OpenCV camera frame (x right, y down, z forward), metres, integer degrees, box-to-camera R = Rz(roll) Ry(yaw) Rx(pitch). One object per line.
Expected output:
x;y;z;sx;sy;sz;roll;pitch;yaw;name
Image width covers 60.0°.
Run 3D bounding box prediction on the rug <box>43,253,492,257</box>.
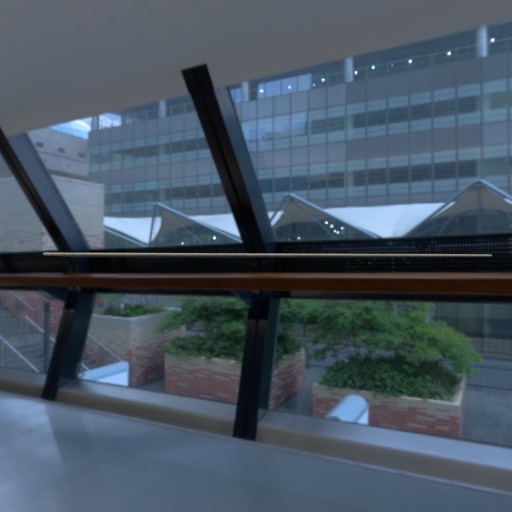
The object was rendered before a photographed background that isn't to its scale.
0.000;0.000;2.282;1.828;0.007;1.220;0;0;-18;rug
